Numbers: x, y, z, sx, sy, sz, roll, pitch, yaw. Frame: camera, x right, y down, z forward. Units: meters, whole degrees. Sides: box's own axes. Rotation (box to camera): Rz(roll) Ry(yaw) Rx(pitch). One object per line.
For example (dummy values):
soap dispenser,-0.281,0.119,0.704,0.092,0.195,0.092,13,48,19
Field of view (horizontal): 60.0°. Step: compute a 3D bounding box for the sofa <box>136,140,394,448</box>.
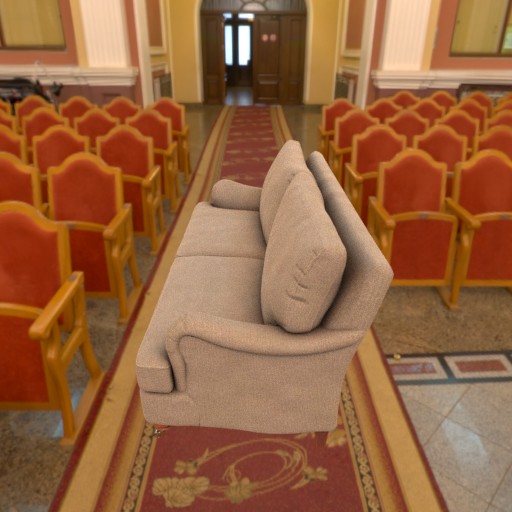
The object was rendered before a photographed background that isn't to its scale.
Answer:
sofa,0.000,0.000,2.828,1.069,1.096,2.193,0,25,0
